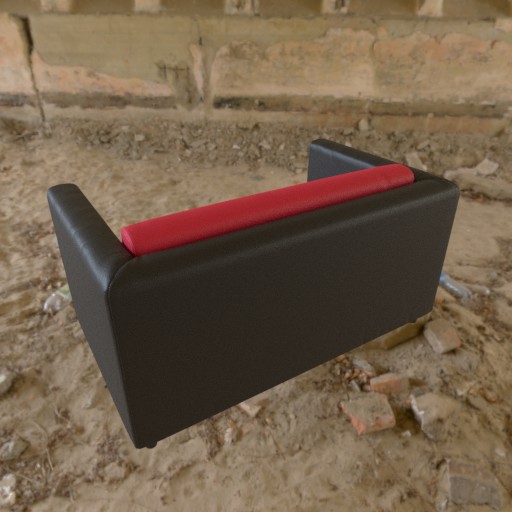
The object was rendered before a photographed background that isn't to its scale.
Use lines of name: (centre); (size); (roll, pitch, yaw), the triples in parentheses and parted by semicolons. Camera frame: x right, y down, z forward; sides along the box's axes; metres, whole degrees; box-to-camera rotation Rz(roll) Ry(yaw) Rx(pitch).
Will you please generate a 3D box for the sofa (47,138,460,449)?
sofa: (0.000, 0.000, 1.880); (1.410, 0.735, 0.845); (-17, 34, -27)
